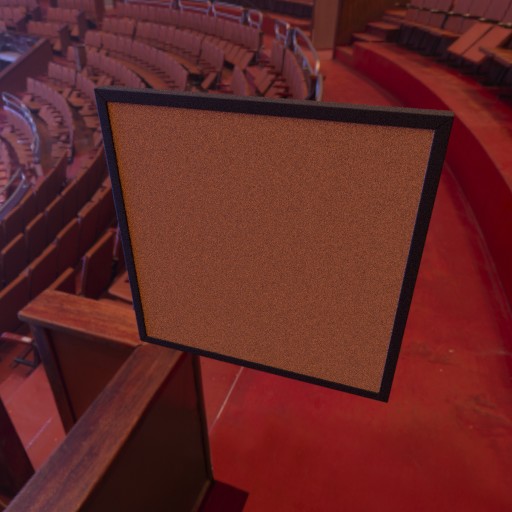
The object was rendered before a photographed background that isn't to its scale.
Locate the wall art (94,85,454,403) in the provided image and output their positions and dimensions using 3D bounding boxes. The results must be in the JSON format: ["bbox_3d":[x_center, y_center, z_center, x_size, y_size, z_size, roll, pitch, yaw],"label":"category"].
[{"bbox_3d":[0.000,0.000,1.113,0.763,0.763,0.037,10,33,16],"label":"wall art"}]
